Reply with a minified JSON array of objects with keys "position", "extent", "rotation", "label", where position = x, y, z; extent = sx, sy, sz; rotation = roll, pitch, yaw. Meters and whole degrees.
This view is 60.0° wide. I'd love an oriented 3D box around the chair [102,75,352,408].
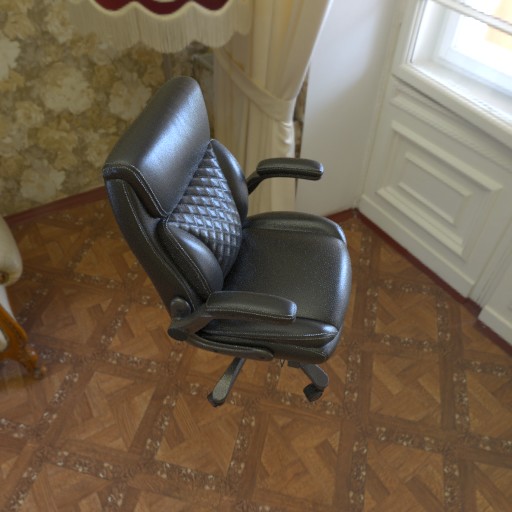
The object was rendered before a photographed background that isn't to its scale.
[{"position":[0.000,0.000,1.634],"extent":[0.724,1.110,0.782],"rotation":[9,47,8],"label":"chair"}]
